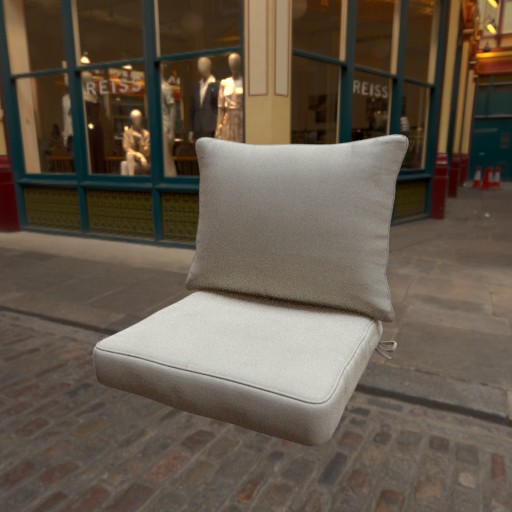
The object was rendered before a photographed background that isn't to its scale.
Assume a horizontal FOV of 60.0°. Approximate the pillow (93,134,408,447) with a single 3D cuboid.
[{"bbox_3d":[0.000,0.000,1.345,0.798,0.716,0.733,7,15,25],"label":"pillow"}]
